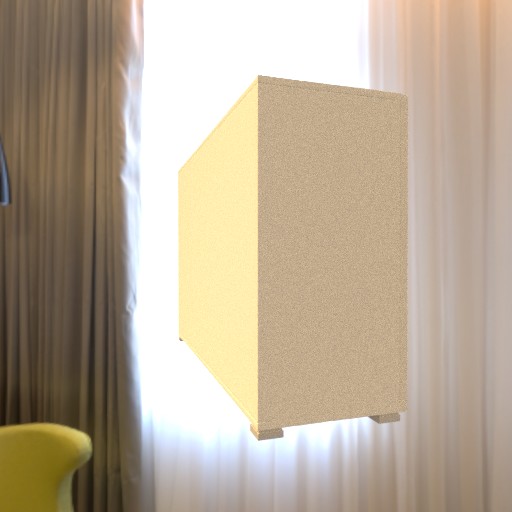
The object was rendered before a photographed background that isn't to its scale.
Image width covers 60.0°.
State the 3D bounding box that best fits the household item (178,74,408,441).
[{"bbox_3d":[0.000,0.000,1.730,0.420,0.867,1.300,0,0,-18],"label":"household item"}]
